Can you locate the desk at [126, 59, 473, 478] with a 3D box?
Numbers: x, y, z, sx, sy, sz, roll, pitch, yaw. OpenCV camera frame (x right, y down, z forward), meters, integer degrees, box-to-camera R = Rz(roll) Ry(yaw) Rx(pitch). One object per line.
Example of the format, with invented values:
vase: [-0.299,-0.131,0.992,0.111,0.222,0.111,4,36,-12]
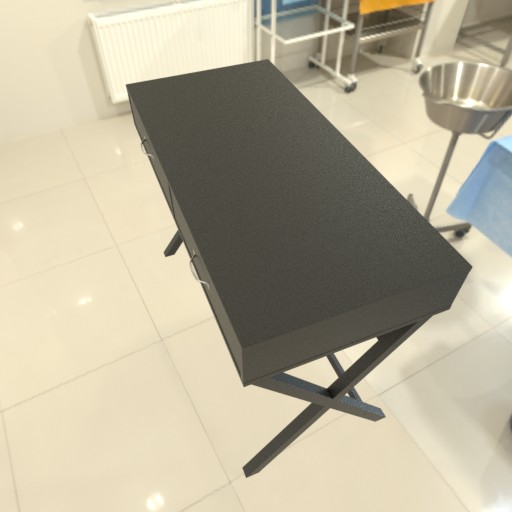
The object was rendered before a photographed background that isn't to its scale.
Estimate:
desk: [0.000,0.000,1.455,0.525,0.780,1.057,-17,49,-15]
